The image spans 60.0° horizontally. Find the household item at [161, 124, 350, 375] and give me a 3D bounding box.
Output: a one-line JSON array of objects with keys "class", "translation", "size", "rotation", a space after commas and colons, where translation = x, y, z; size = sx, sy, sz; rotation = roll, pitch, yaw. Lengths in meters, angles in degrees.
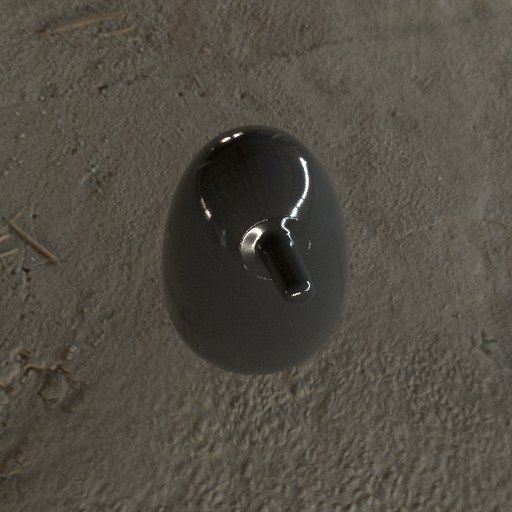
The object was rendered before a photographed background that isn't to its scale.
[{"class": "household item", "translation": [0.000, 0.000, 0.220], "size": [0.102, 0.152, 0.104], "rotation": [-14, 63, -8]}]
